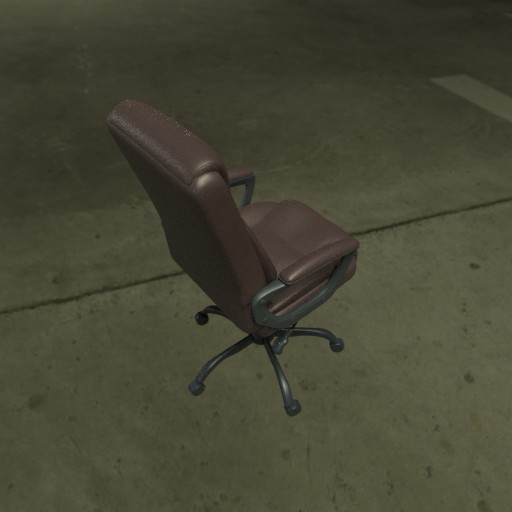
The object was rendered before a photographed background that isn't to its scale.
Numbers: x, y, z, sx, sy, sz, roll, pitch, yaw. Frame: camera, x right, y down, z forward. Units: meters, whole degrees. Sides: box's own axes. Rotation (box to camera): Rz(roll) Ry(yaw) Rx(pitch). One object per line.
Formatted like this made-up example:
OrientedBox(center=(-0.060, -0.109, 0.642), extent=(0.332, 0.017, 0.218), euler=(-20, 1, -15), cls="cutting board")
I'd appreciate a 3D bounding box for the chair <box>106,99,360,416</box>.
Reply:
OrientedBox(center=(0.000, 0.000, 1.474), extent=(0.655, 1.072, 0.615), euler=(-26, 47, -27), cls="chair")
